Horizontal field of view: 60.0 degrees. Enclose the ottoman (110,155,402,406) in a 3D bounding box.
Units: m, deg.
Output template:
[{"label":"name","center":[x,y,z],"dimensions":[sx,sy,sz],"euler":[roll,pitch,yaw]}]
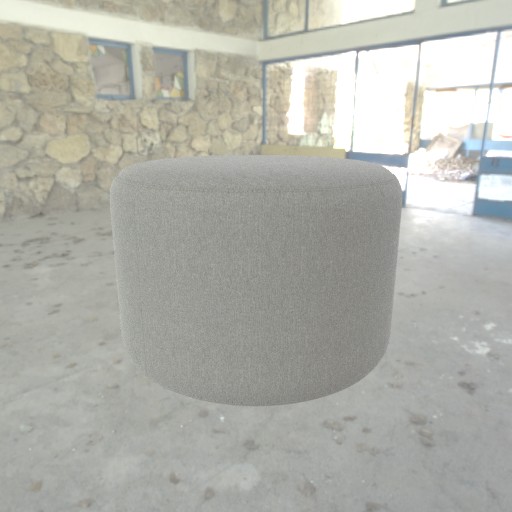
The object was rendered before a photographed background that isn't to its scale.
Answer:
[{"label":"ottoman","center":[0.000,0.000,1.003],"dimensions":[0.608,0.433,0.608],"euler":[0,16,0]}]
